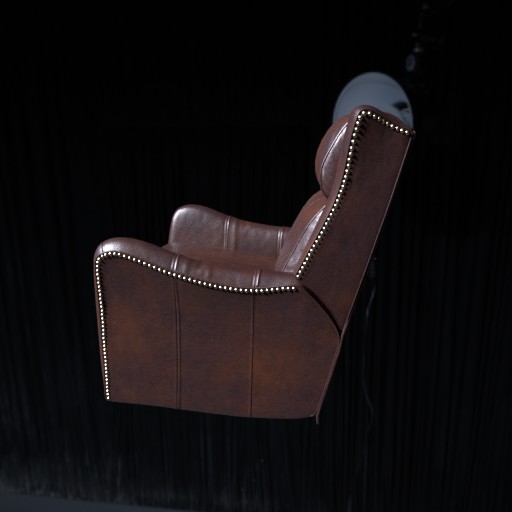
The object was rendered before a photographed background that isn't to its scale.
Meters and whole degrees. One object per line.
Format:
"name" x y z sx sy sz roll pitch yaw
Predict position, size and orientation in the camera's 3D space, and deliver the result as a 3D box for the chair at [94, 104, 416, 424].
"chair" 0.000 0.000 1.772 1.008 1.084 0.869 2 15 9
